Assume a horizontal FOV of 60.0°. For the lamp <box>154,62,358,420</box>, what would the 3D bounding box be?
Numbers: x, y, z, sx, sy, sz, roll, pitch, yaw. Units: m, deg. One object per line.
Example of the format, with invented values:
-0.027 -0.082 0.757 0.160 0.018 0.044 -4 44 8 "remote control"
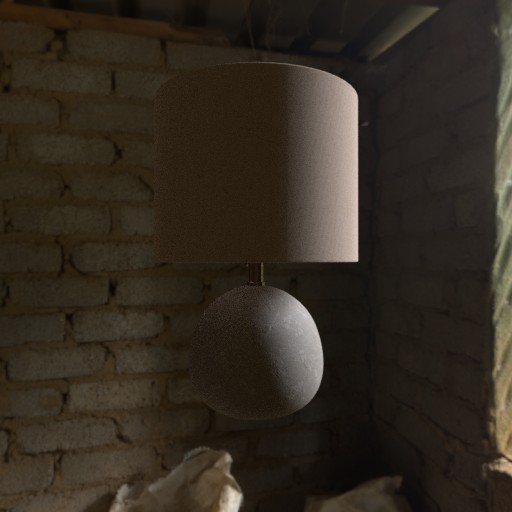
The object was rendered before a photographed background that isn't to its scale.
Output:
0.000 0.000 0.600 0.269 0.409 0.269 0 0 36 "lamp"
